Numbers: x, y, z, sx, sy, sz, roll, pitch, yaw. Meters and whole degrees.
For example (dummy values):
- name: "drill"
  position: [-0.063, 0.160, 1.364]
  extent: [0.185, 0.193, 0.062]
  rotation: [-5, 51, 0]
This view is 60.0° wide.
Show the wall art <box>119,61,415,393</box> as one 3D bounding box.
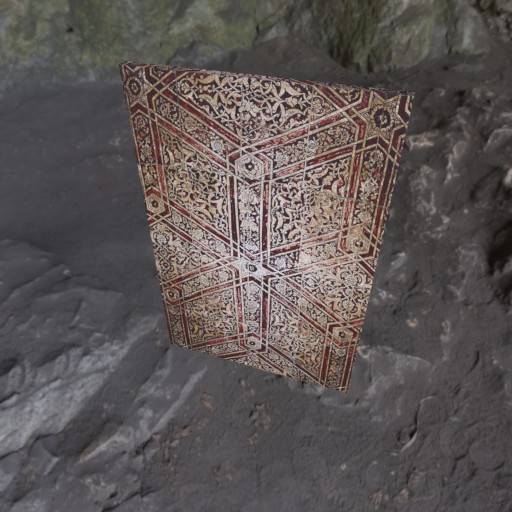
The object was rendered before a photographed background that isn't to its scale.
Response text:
- name: "wall art"
  position: [0.000, 0.000, 0.764]
  extent: [0.397, 0.599, 0.020]
  rotation: [12, 41, 14]
